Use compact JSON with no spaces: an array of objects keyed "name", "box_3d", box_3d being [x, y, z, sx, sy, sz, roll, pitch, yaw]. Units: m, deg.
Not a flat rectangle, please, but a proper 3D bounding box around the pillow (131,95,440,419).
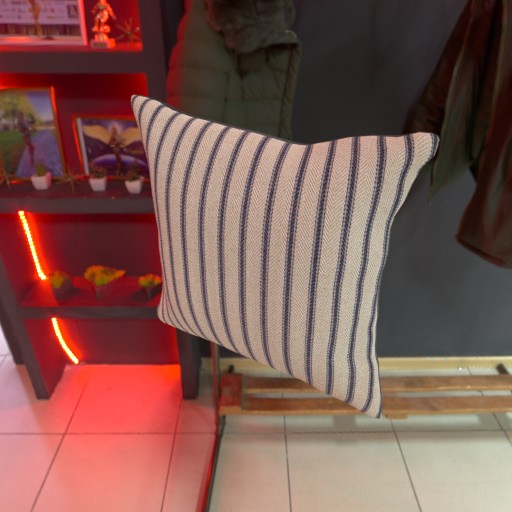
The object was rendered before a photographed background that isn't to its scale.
[{"name":"pillow","box_3d":[0.000,0.000,0.692,0.468,0.444,0.138,18,35,27]}]
